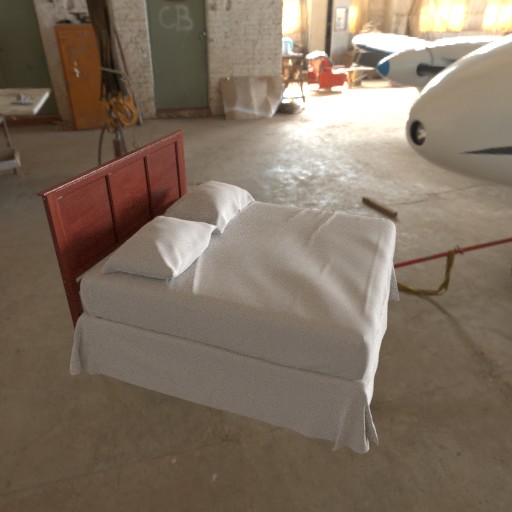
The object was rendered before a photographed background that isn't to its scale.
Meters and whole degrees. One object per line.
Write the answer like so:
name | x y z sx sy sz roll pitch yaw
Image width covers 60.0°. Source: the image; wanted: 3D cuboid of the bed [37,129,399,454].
bed | 0.000 0.000 3.168 2.050 1.270 1.870 10 30 18
